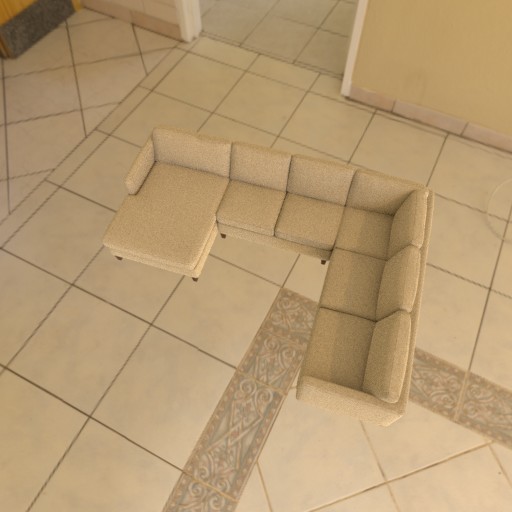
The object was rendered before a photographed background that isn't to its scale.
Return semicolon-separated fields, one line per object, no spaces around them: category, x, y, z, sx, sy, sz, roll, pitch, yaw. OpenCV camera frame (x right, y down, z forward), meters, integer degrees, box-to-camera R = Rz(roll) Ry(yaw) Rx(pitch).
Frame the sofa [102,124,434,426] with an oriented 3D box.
sofa;0.000;0.000;4.837;3.460;0.959;2.593;15;61;9
